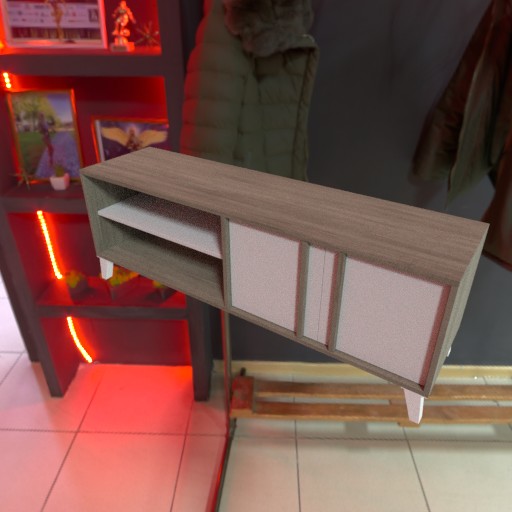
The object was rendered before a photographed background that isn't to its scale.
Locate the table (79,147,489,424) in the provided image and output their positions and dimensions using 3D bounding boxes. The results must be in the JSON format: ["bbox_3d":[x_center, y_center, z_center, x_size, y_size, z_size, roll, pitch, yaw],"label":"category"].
[{"bbox_3d":[0.000,0.000,1.745,1.500,0.530,0.400,19,35,29],"label":"table"}]
